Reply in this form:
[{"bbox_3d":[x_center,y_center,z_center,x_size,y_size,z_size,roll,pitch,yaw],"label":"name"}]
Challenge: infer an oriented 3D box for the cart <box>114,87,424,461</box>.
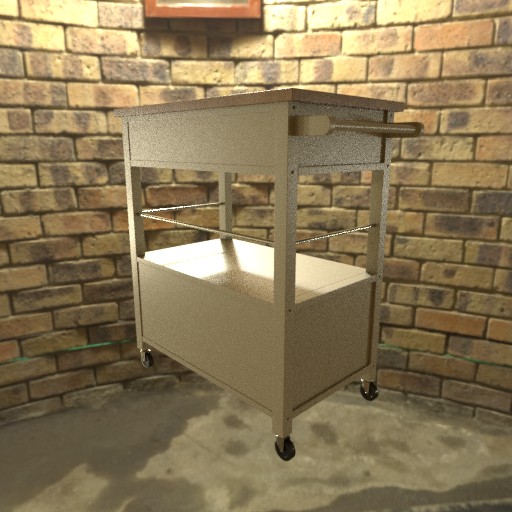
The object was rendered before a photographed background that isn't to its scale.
[{"bbox_3d":[0.000,0.000,1.394,0.459,0.901,0.840,-13,19,-42],"label":"cart"}]
